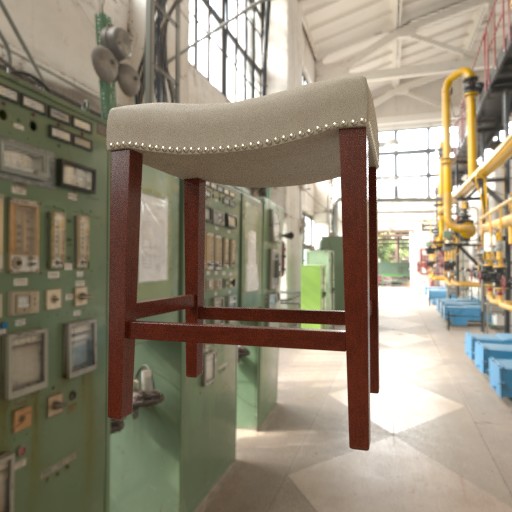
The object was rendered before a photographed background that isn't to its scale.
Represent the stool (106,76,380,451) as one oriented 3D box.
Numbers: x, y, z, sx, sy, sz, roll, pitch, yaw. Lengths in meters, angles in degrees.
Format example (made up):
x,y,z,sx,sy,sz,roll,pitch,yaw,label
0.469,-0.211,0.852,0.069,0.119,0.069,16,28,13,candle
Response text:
x,y,z,sx,sy,sz,roll,pitch,yaw,label
0.000,0.000,0.962,0.509,0.632,0.375,0,-1,18,stool
